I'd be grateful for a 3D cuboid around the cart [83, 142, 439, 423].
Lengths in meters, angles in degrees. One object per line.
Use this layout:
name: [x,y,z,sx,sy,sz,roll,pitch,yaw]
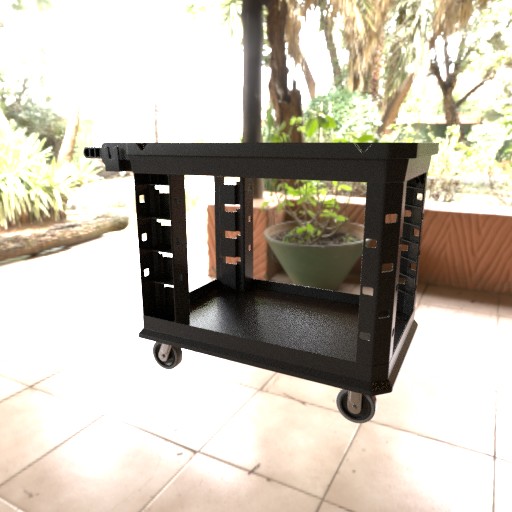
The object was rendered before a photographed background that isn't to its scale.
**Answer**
cart: [0.000,0.000,1.782,1.239,0.884,0.674,7,16,26]
